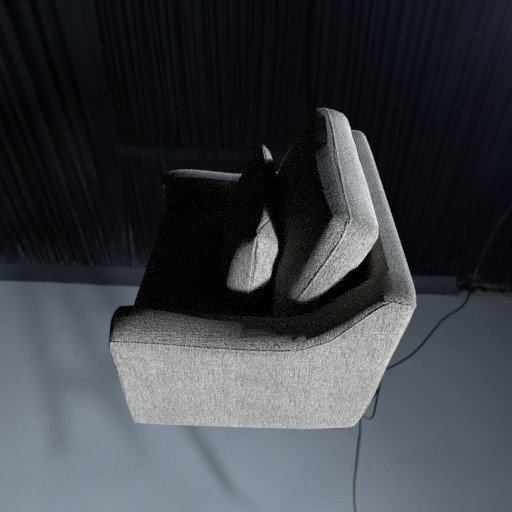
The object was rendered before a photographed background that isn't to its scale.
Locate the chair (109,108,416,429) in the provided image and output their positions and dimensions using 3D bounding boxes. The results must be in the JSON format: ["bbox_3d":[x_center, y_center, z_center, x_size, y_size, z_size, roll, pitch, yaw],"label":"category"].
[{"bbox_3d":[0.000,0.000,1.946,1.009,1.037,1.138,1,42,1],"label":"chair"}]
